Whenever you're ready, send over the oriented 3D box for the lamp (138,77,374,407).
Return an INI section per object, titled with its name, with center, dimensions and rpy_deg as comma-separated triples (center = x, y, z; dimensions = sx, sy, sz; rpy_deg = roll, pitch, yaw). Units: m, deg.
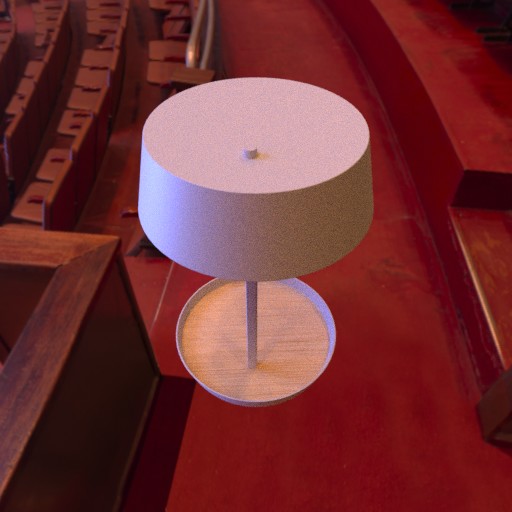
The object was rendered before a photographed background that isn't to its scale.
[lamp]
center = 0.000, 0.000, 0.634
dimensions = 0.291, 0.429, 0.291
rpy_deg = 0, 45, 0
